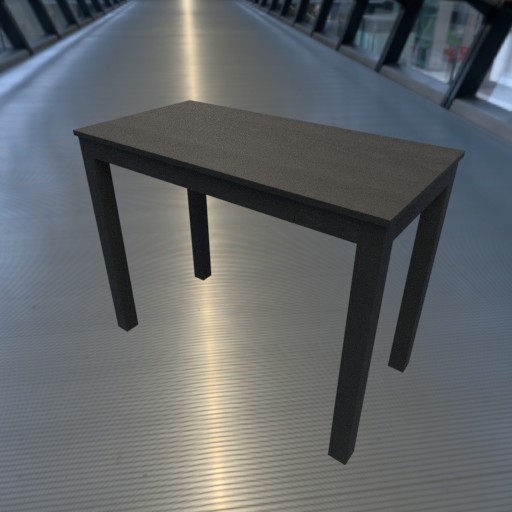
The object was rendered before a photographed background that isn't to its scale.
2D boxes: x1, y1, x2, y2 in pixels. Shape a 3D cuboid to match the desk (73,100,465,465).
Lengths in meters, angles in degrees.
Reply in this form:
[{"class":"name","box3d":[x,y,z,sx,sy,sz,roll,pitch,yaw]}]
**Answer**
[{"class":"desk","box3d":[0.000,0.000,1.437,0.991,0.762,0.499,21,37,31]}]
